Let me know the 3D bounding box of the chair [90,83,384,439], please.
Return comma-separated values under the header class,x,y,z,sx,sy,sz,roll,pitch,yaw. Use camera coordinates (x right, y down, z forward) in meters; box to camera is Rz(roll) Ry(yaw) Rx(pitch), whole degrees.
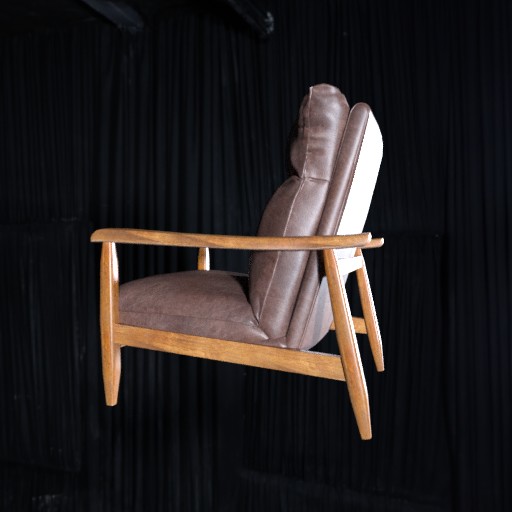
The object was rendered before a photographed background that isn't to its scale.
class,x,y,z,sx,sy,sz,roll,pitch,yaw
chair,0.000,0.000,1.530,0.830,0.897,0.782,0,1,19
